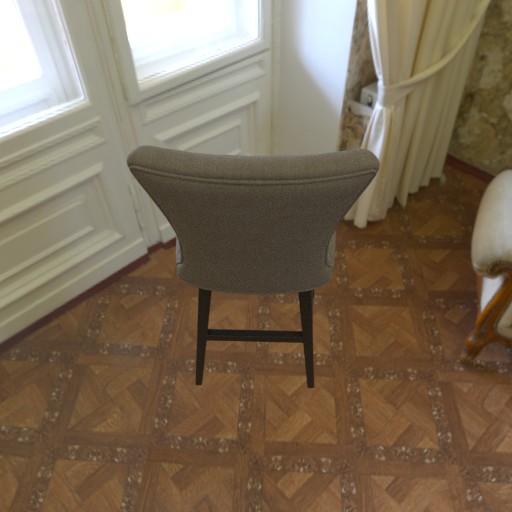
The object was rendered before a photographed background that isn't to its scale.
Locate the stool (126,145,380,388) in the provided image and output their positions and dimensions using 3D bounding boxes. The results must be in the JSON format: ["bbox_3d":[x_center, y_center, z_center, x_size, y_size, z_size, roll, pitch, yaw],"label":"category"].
[{"bbox_3d":[0.000,0.000,1.428,0.514,1.086,0.574,1,47,1],"label":"stool"}]
